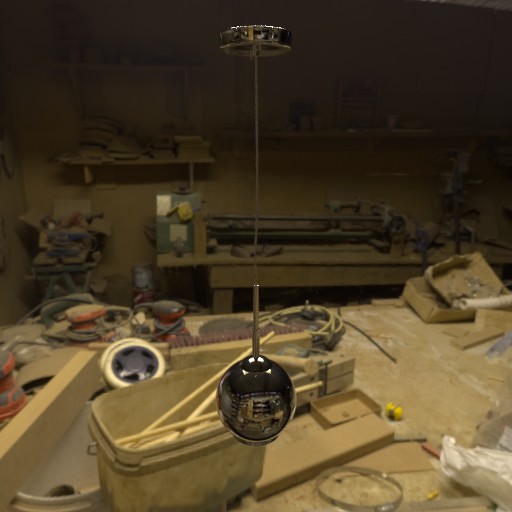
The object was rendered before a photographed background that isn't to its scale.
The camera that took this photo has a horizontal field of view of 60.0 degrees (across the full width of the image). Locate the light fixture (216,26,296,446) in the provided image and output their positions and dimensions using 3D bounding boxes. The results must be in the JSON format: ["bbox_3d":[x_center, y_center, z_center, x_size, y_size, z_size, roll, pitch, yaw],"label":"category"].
[{"bbox_3d":[0.000,0.000,1.689,0.336,1.538,0.336,-2,15,-9],"label":"light fixture"}]
